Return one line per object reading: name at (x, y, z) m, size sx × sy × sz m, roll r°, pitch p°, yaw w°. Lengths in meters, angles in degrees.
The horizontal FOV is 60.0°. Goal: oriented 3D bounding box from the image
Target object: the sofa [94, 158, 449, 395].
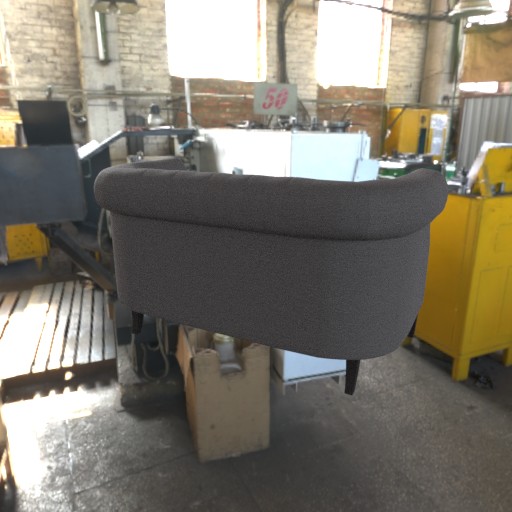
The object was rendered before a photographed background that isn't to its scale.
sofa at (0.000, 0.000, 2.071) m, size 1.558 × 0.827 × 0.835 m, roll 9°, pitch 19°, yaw 27°
